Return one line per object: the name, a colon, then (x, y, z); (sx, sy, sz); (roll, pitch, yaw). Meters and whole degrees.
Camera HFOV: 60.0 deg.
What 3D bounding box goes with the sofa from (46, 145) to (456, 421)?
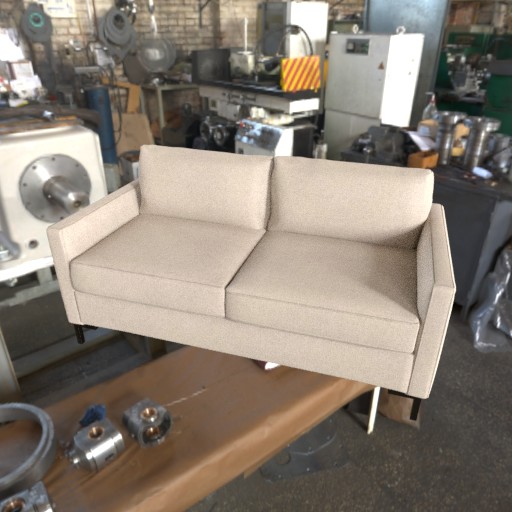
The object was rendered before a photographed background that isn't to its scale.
sofa: (0.000, 0.000, 2.123); (1.682, 0.840, 0.875); (8, 29, 16)
